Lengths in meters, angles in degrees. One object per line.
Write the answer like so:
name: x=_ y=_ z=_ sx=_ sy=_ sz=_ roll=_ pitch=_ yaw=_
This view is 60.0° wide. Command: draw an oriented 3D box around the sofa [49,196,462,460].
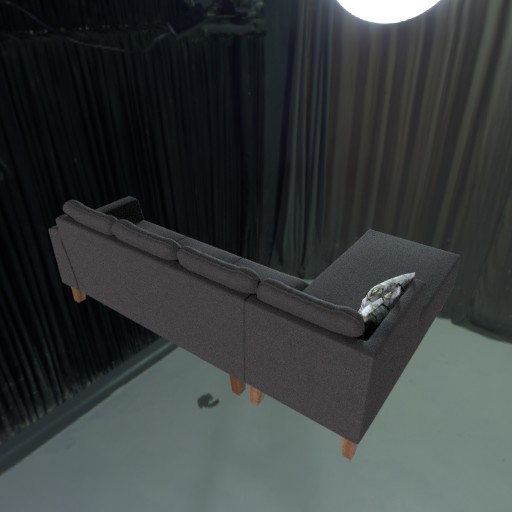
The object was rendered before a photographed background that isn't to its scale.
sofa: x=0.000 y=0.000 z=3.513 sx=2.679 sy=0.932 sz=1.829 roll=20 pitch=36 yaw=30
